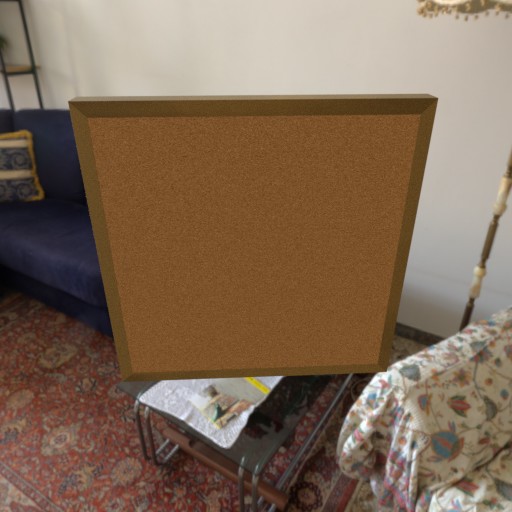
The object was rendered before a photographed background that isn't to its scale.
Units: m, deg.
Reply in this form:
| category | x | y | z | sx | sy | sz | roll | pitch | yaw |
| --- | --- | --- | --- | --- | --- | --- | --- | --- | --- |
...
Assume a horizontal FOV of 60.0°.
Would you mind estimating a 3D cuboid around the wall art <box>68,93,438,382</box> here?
| category | x | y | z | sx | sy | sz | roll | pitch | yaw |
| --- | --- | --- | --- | --- | --- | --- | --- | --- | --- |
| wall art | 0.000 | 0.000 | 0.745 | 0.507 | 0.508 | 0.038 | -1 | 29 | -3 |
